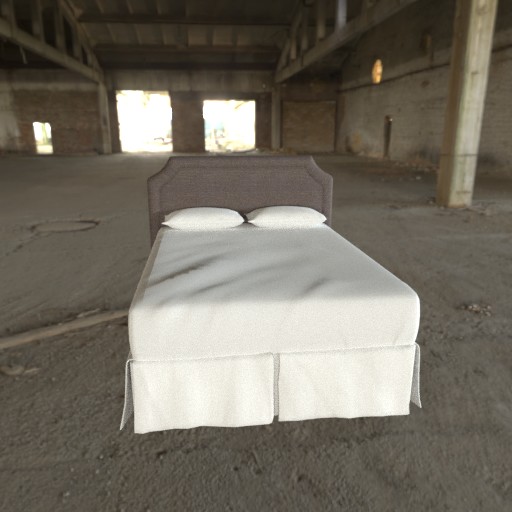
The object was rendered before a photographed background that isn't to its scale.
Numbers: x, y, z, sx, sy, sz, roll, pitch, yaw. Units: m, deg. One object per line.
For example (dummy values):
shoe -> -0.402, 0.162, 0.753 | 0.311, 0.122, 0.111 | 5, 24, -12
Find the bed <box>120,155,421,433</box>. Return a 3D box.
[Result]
bed -> 0.000, 0.000, 3.165 | 1.693, 1.290, 2.116 | -2, 16, -7
